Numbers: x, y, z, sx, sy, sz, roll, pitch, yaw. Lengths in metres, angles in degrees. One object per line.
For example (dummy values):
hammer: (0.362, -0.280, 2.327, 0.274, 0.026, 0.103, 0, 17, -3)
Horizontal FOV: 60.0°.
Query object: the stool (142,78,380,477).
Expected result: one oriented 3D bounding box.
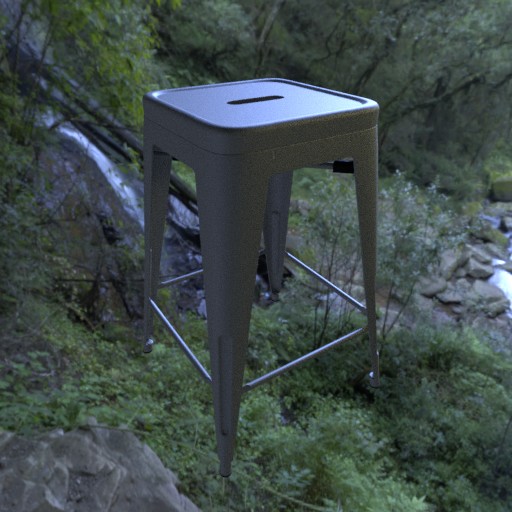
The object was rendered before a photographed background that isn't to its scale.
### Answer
stool: (0.000, 0.000, 0.886, 0.406, 0.610, 0.406, -18, 35, -28)
